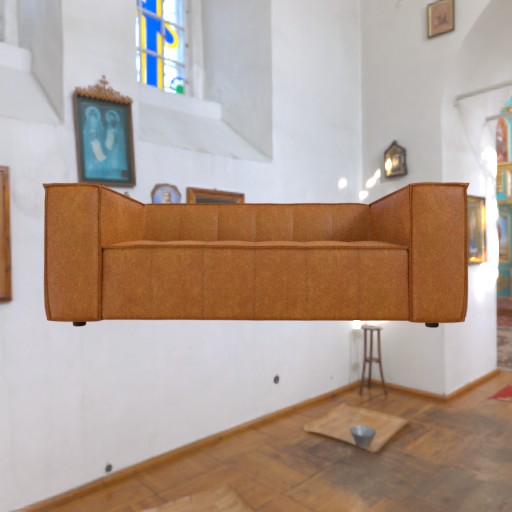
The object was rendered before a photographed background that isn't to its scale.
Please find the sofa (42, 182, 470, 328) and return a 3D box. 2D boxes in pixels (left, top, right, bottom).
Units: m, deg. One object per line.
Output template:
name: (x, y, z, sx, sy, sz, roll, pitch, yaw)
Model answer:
sofa: (0.000, 0.000, 2.621, 2.088, 0.703, 1.102, 0, 0, 1)
